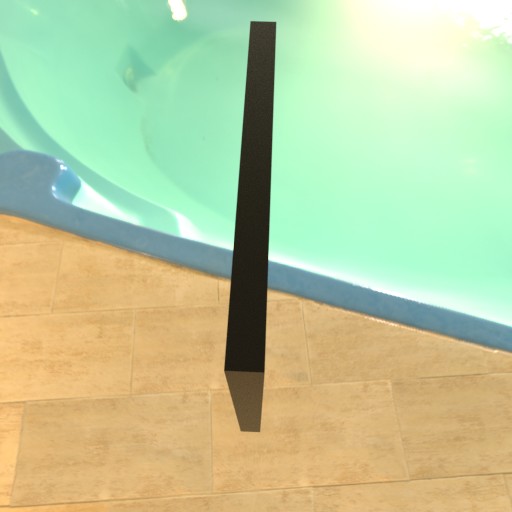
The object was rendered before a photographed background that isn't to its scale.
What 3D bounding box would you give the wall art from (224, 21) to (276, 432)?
[{"bbox_3d":[0.000,0.000,0.752,0.038,0.506,0.506,2,63,1],"label":"wall art"}]
